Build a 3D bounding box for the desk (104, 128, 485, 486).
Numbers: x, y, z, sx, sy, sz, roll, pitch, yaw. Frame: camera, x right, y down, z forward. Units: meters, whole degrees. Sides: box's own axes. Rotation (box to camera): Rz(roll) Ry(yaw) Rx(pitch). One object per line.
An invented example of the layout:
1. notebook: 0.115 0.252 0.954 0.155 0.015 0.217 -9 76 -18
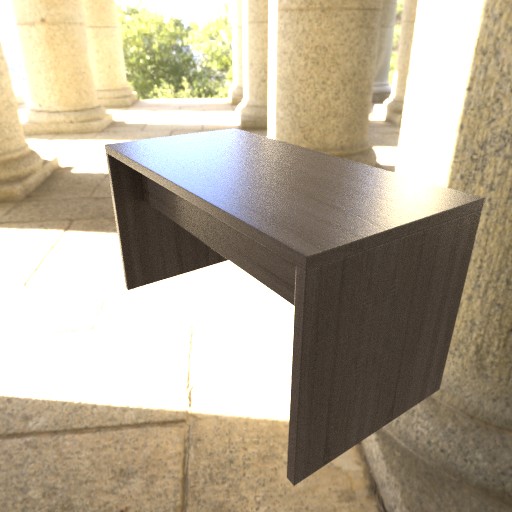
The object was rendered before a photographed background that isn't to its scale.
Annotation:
1. desk: 0.000 0.000 1.804 0.690 0.745 1.380 -17 31 -31
